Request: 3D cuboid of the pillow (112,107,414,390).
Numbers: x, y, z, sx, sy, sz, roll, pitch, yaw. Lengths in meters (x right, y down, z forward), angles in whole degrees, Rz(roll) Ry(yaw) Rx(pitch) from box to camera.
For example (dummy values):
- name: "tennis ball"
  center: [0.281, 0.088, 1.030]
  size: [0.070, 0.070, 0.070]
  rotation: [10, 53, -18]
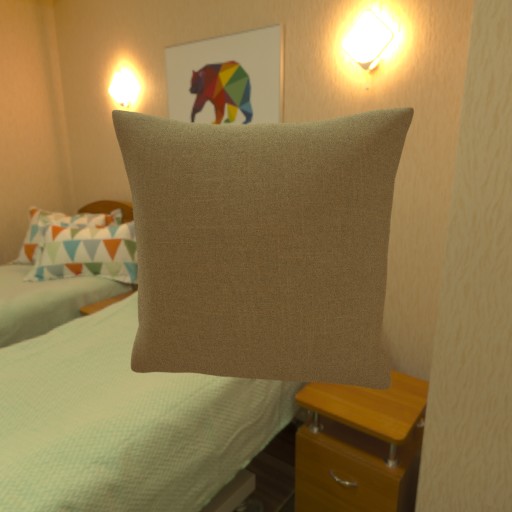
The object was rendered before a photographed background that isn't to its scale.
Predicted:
- name: "pillow"
  center: [0.000, 0.000, 0.800]
  size: [0.512, 0.506, 0.178]
  rotation: [2, 15, 7]
